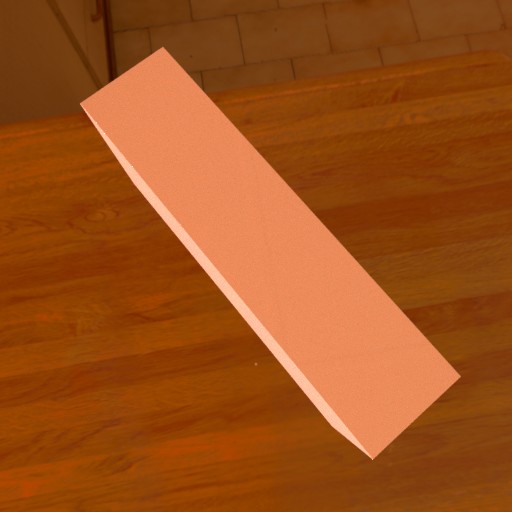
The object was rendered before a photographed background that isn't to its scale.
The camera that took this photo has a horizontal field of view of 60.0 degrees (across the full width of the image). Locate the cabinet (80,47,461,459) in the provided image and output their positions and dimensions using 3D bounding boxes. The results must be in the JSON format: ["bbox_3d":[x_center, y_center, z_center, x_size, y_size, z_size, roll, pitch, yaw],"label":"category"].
[{"bbox_3d":[0.000,0.000,1.979,0.400,0.800,1.650,-39,79,-9],"label":"cabinet"}]
